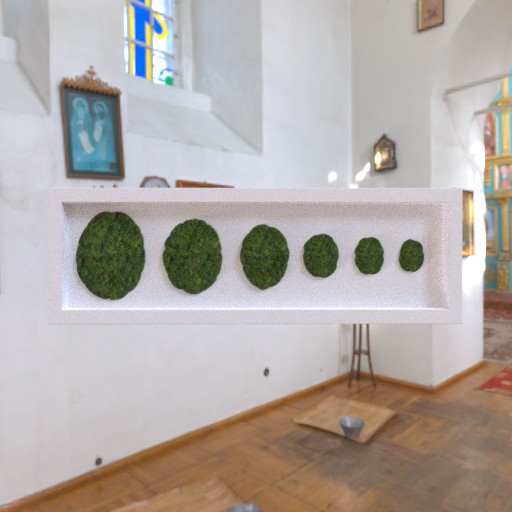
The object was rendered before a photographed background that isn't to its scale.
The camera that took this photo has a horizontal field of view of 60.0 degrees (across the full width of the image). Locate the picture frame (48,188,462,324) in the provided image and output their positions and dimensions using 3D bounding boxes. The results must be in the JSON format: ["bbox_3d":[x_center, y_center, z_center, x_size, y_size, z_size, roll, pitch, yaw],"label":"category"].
[{"bbox_3d":[0.000,0.000,0.838,0.759,0.250,0.050,0,0,0],"label":"picture frame"}]
